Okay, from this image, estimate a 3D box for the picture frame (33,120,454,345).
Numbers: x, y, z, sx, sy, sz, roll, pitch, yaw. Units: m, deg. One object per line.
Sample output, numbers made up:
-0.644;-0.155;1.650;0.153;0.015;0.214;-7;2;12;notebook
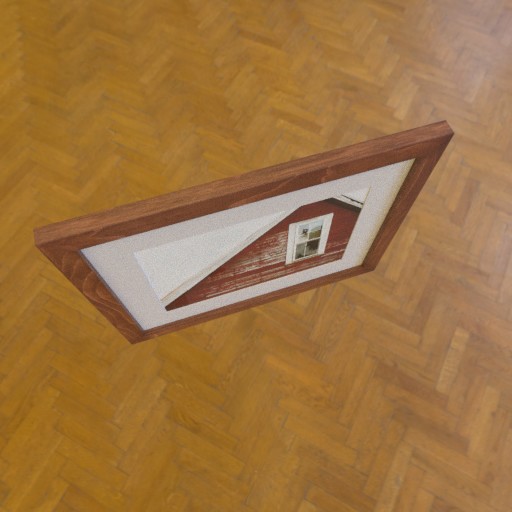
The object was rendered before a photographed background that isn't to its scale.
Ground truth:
0.000;0.000;0.774;0.559;0.457;0.025;-16;65;-8;picture frame
